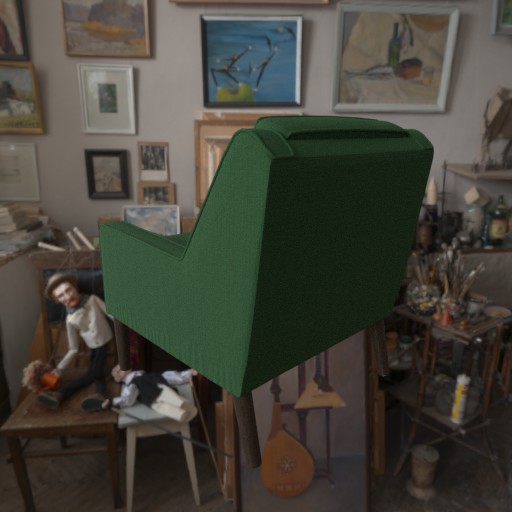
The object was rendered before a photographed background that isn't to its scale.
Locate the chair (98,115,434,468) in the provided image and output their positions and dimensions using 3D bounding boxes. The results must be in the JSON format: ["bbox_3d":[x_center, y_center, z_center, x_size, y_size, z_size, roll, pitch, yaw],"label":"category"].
[{"bbox_3d":[0.000,0.000,1.331,0.663,0.792,0.743,-15,22,-42],"label":"chair"}]
